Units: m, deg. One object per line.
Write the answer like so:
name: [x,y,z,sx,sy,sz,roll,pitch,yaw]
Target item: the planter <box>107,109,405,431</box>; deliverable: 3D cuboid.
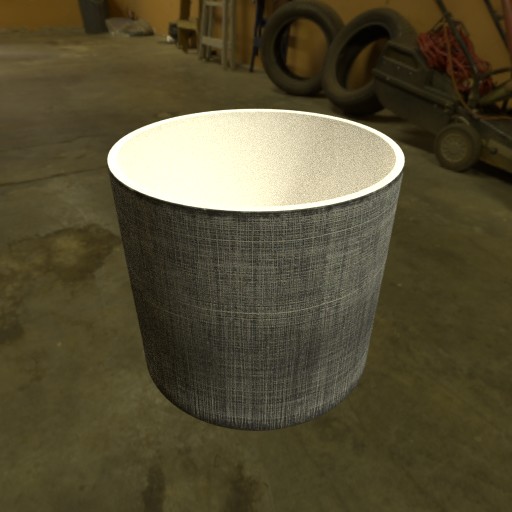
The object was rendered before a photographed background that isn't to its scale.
planter: [0.000,0.000,0.395,0.221,0.201,0.221,0,33,0]
